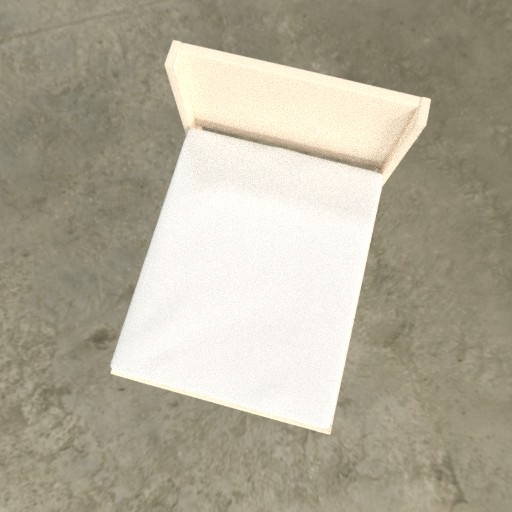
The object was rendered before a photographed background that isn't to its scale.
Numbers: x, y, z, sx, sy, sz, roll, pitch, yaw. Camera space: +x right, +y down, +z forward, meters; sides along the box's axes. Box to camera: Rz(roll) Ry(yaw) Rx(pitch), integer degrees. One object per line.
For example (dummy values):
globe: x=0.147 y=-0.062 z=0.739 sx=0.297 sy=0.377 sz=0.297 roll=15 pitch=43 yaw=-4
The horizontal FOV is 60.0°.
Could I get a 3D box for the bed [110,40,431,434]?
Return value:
bed: x=0.000 y=0.000 z=3.382 sx=1.765 sy=1.471 sz=2.280 roll=14 pitch=77 yaw=3
